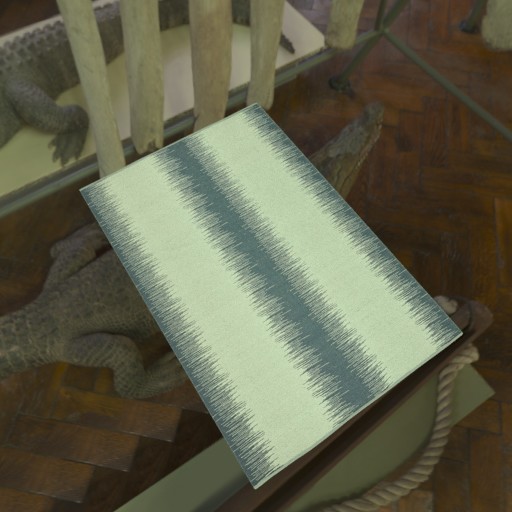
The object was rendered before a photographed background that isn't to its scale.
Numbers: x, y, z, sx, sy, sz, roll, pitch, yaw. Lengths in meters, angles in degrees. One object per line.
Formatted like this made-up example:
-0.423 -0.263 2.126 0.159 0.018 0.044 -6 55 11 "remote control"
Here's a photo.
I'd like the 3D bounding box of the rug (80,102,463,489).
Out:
0.000 0.000 2.376 1.234 0.006 1.854 -31 68 -14 "rug"
